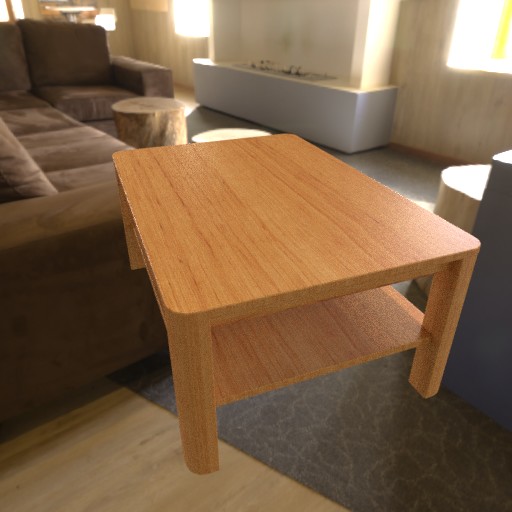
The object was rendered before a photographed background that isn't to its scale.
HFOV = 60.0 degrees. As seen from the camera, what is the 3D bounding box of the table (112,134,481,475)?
[{"bbox_3d":[0.000,0.000,1.360,0.696,0.445,0.997,-11,32,-18],"label":"table"}]
